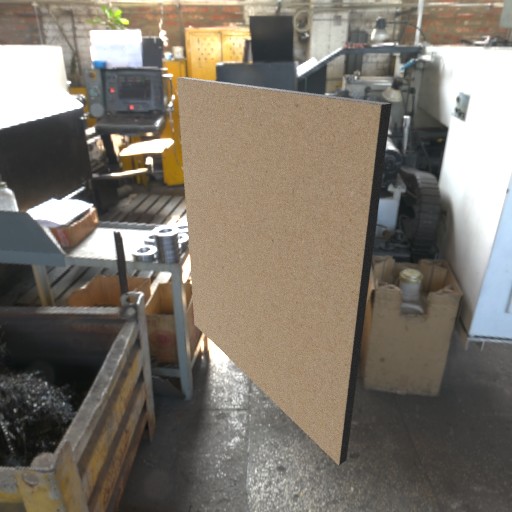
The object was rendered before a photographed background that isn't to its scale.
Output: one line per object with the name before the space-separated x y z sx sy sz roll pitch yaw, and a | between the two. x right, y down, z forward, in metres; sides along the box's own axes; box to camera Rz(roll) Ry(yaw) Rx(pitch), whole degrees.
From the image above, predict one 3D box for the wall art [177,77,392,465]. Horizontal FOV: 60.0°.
wall art | 0.000 0.000 1.208 0.028 0.863 0.755 -17 31 -32
